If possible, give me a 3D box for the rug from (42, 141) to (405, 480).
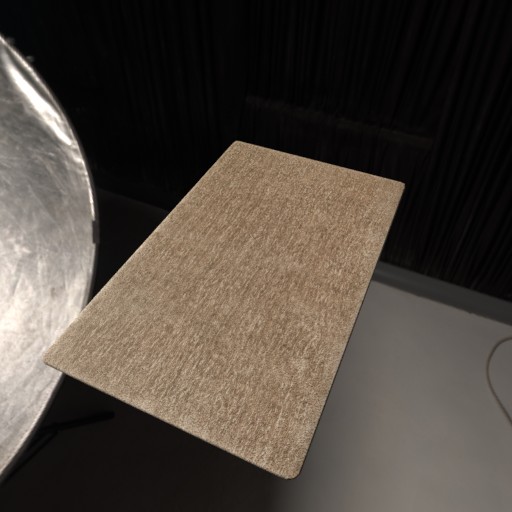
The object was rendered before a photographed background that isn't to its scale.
[{"bbox_3d":[0.000,0.000,3.020,1.539,0.024,2.469,18,49,17],"label":"rug"}]
